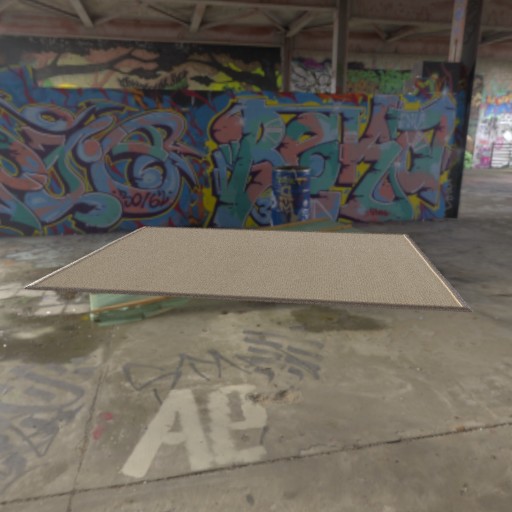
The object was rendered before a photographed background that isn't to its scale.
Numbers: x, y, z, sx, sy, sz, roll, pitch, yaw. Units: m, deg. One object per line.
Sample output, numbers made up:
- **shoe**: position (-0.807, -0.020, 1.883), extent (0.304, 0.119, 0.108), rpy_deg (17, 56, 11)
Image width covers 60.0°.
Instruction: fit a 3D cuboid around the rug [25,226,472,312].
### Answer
- **rug**: position (0.000, 0.000, 2.734), extent (2.081, 0.020, 1.525), rpy_deg (2, 15, 8)
